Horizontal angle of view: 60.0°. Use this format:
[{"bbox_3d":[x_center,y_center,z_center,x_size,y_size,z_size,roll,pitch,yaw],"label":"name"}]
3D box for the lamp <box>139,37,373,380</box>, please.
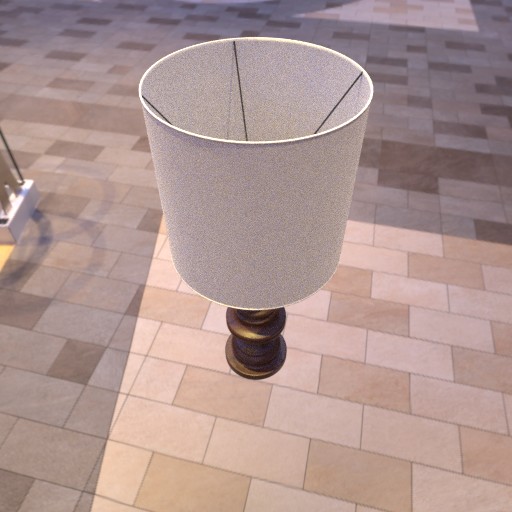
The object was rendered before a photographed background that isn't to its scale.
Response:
[{"bbox_3d":[0.000,0.000,0.564,0.208,0.455,0.208,-25,51,-22],"label":"lamp"}]
